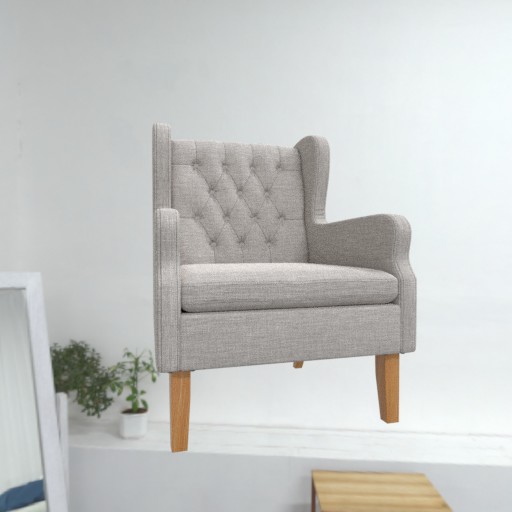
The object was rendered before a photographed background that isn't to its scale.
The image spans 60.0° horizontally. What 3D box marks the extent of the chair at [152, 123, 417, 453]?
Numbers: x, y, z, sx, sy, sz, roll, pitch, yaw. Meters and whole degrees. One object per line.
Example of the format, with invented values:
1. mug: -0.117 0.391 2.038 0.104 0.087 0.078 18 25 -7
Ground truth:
1. chair: 0.000 0.000 1.483 0.710 0.930 0.760 0 2 -17
